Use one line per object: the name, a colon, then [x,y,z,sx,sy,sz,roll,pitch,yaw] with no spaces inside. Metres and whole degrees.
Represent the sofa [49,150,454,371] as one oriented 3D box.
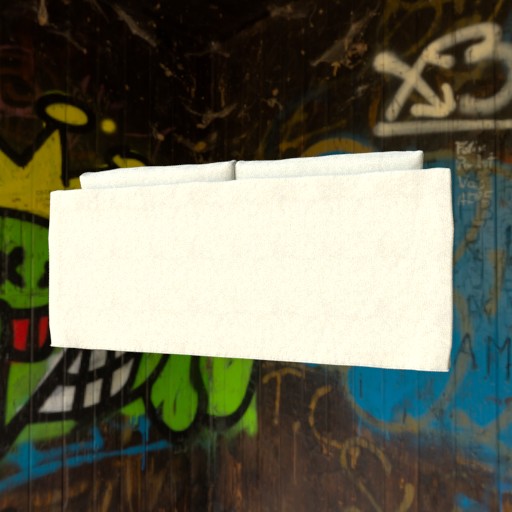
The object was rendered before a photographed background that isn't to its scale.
sofa: [0.000,0.000,2.206,1.727,0.830,0.944,0,-1,17]
